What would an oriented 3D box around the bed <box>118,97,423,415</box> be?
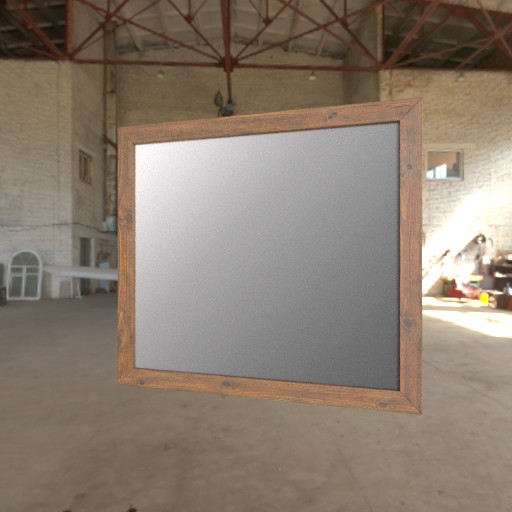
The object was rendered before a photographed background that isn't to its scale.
[{"bbox_3d":[0.000,0.000,1.490,1.046,0.942,0.046,0,0,17],"label":"bed"}]
